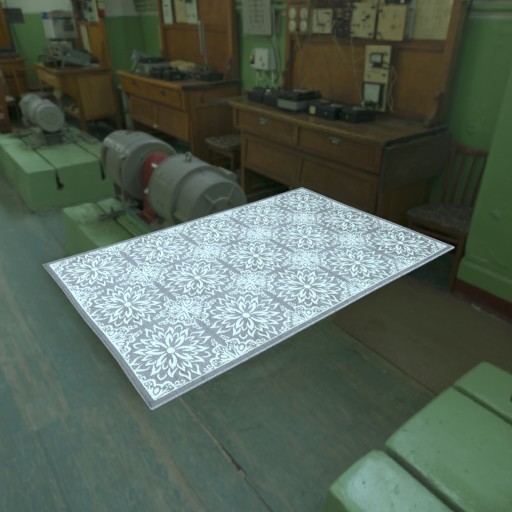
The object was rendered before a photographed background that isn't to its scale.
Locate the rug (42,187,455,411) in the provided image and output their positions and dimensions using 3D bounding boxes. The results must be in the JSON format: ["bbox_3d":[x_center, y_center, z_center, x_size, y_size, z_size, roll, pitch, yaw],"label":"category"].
[{"bbox_3d":[0.000,0.000,3.521,2.746,0.018,1.819,-21,35,-33],"label":"rug"}]
